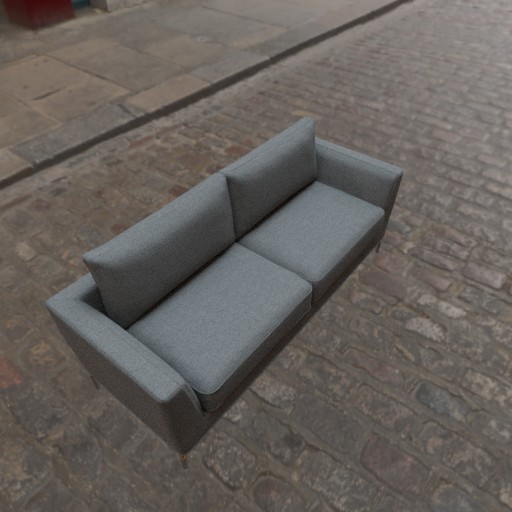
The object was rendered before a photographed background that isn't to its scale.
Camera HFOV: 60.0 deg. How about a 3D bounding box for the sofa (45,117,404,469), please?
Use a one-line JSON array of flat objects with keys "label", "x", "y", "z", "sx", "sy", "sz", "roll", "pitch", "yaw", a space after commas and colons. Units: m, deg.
[{"label": "sofa", "x": 0.000, "y": 0.000, "z": 2.729, "sx": 0.869, "sy": 1.002, "sz": 2.212, "roll": 29, "pitch": 50, "yaw": 27}]
